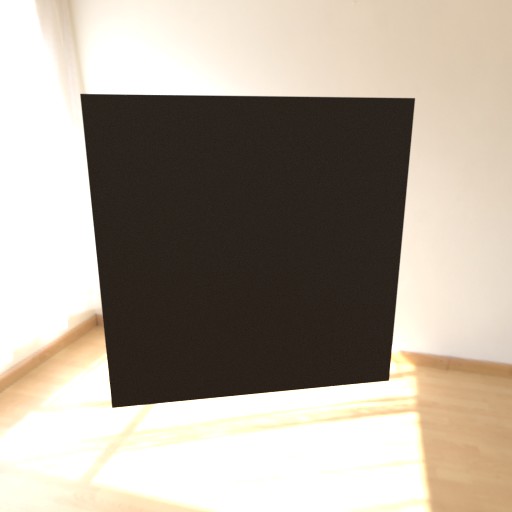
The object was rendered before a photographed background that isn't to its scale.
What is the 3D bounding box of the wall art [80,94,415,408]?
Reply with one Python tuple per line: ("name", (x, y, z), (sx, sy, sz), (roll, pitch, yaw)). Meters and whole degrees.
("wall art", (0.000, 0.000, 0.749), (0.507, 0.507, 0.038), (-3, 16, -9))
